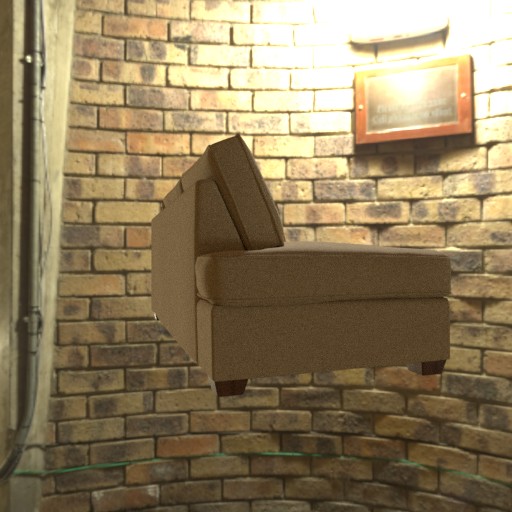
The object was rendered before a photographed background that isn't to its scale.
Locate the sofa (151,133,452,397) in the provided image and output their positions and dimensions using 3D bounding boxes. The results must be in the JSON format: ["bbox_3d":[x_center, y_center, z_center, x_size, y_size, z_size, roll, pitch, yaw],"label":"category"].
[{"bbox_3d":[0.000,0.000,2.776,1.110,1.033,2.237,0,0,-19],"label":"sofa"}]
